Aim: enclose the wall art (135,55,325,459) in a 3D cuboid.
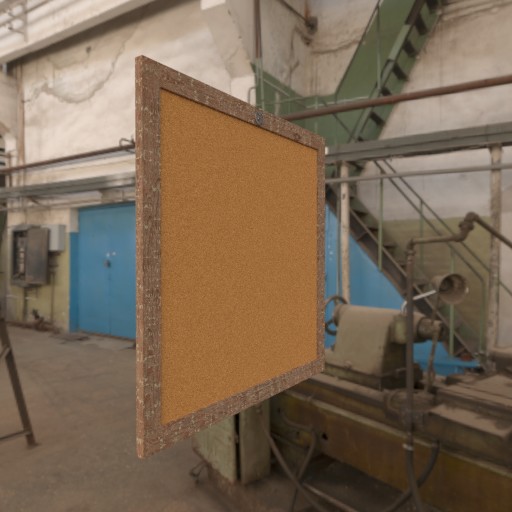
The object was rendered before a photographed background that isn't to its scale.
[{"bbox_3d":[0.000,0.000,0.580,0.012,0.384,0.384,1,1,35],"label":"wall art"}]
